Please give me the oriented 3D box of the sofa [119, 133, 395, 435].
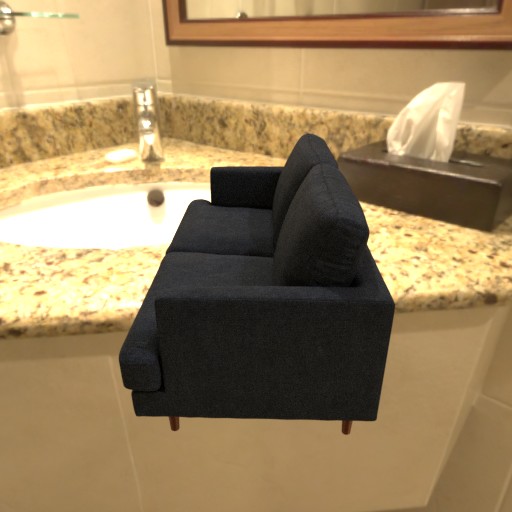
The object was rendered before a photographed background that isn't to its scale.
[{"bbox_3d":[0.000,0.000,2.148,0.903,0.944,1.582,1,27,1],"label":"sofa"}]
